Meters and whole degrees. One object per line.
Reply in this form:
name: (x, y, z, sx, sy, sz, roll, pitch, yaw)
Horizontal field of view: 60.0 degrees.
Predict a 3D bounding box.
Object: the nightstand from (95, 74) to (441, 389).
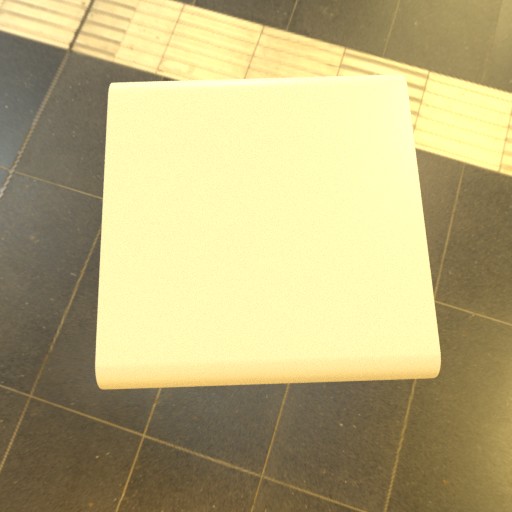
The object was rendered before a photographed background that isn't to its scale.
nightstand: (0.000, 0.000, 0.752, 0.404, 0.447, 0.399, -2, 77, 0)
